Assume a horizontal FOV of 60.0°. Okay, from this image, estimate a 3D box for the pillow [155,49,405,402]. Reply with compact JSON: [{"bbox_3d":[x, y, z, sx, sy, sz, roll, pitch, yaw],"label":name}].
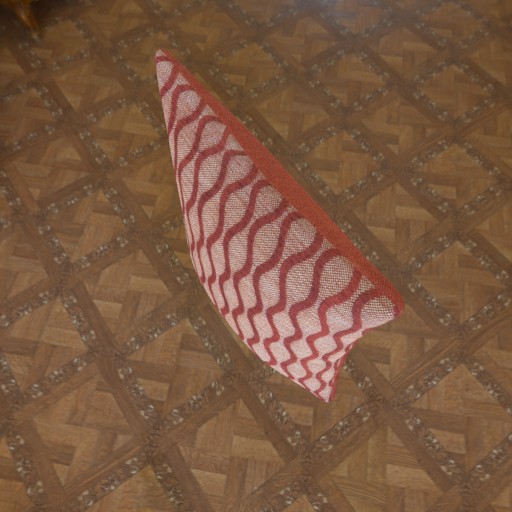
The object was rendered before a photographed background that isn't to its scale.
[{"bbox_3d":[0.000,0.000,0.653,0.159,0.434,0.429,-33,67,-16],"label":"pillow"}]
